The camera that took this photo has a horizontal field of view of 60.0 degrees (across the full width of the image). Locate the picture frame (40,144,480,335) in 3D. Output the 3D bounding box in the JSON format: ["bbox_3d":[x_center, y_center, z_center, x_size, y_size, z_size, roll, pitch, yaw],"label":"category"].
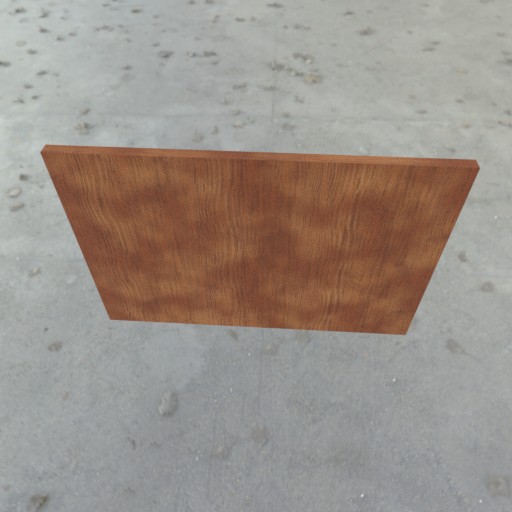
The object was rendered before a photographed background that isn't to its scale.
[{"bbox_3d":[0.000,0.000,1.199,0.950,0.640,0.029,3,47,2],"label":"picture frame"}]
